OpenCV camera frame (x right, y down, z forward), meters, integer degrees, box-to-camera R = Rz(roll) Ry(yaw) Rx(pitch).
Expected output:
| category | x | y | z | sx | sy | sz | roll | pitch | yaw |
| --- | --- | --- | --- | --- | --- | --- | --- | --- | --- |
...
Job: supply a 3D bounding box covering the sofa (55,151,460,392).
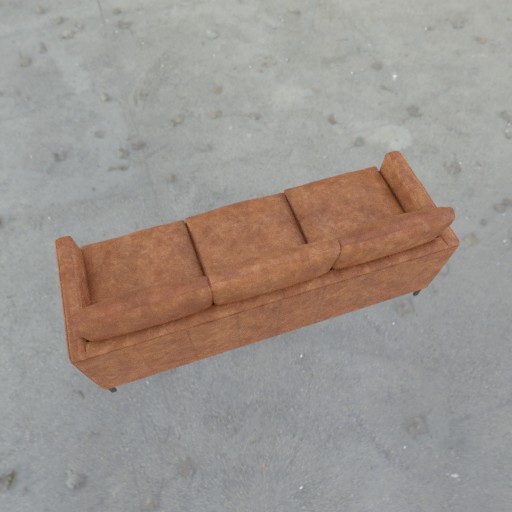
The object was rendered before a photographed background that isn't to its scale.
| category | x | y | z | sx | sy | sz | roll | pitch | yaw |
| --- | --- | --- | --- | --- | --- | --- | --- | --- | --- |
| sofa | 0.000 | 0.000 | 2.470 | 2.029 | 0.863 | 0.748 | -16 | 61 | -9 |
